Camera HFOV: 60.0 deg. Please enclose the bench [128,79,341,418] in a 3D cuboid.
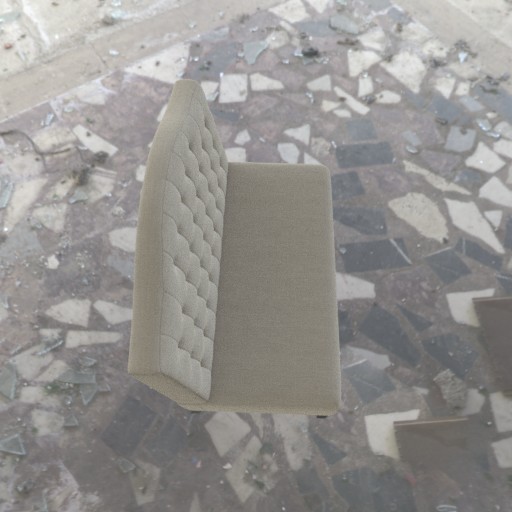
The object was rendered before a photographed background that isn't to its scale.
[{"bbox_3d":[0.000,0.000,2.102,0.815,1.180,1.335,2,63,1],"label":"bench"}]
